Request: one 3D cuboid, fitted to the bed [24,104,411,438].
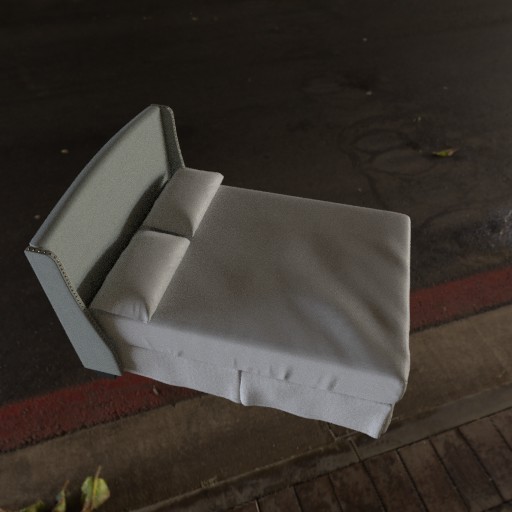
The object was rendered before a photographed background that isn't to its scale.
[{"bbox_3d":[0.000,0.000,3.235,2.237,1.407,1.710,10,47,10],"label":"bed"}]
